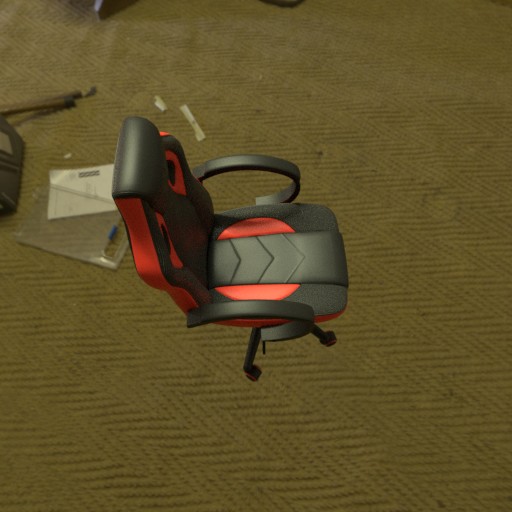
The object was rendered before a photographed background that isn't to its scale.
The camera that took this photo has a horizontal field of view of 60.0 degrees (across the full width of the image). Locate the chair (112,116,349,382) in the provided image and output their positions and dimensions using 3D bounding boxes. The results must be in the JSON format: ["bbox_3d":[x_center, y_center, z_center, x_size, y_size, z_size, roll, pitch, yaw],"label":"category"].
[{"bbox_3d":[0.000,0.000,1.416,0.642,1.016,0.600,-2,63,-1],"label":"chair"}]
